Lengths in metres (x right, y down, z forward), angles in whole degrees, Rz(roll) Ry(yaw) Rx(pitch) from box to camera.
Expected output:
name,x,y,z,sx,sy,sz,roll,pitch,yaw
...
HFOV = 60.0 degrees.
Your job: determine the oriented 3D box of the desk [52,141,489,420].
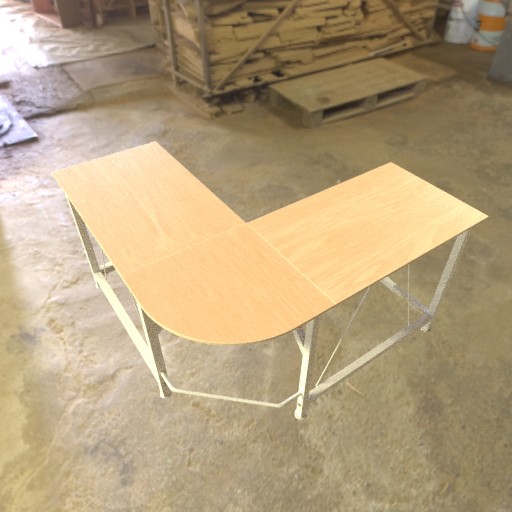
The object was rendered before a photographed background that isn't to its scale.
name,x,y,z,sx,sy,sz,roll,pitch,yaw
desk,0.000,0.000,2.239,1.400,0.762,1.400,-25,48,-25
